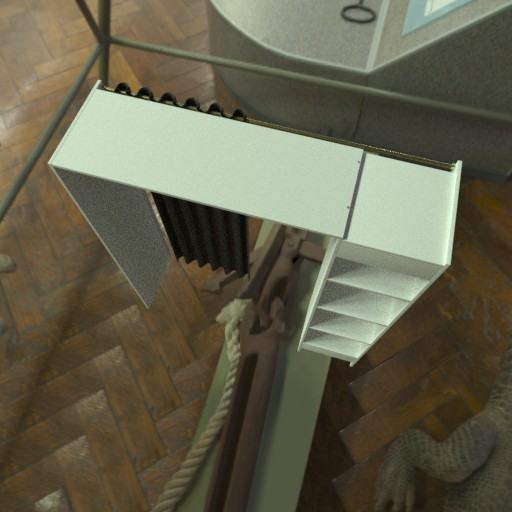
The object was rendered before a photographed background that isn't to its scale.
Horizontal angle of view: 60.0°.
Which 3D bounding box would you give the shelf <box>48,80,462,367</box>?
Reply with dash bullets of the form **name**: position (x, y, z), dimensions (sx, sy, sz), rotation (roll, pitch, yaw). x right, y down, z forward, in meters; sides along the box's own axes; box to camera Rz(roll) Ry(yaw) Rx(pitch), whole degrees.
- **shelf**: position (0.000, 0.000, 2.603), dimensions (1.600, 1.810, 0.500), rotation (15, 66, 7)
